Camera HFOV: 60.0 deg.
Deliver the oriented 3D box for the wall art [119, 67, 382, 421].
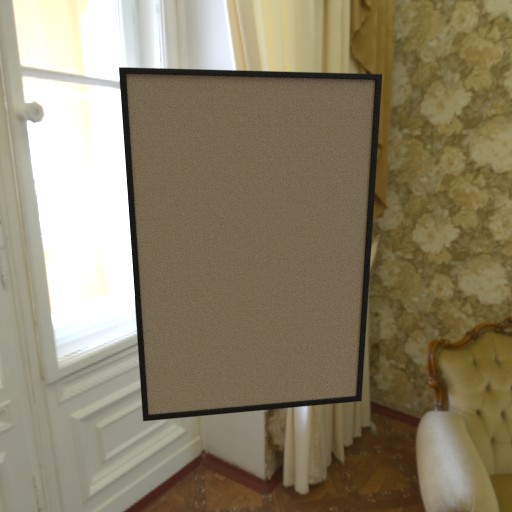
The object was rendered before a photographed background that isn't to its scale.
[{"bbox_3d":[0.000,0.000,0.849,0.460,0.660,0.013,-2,14,-9],"label":"wall art"}]
